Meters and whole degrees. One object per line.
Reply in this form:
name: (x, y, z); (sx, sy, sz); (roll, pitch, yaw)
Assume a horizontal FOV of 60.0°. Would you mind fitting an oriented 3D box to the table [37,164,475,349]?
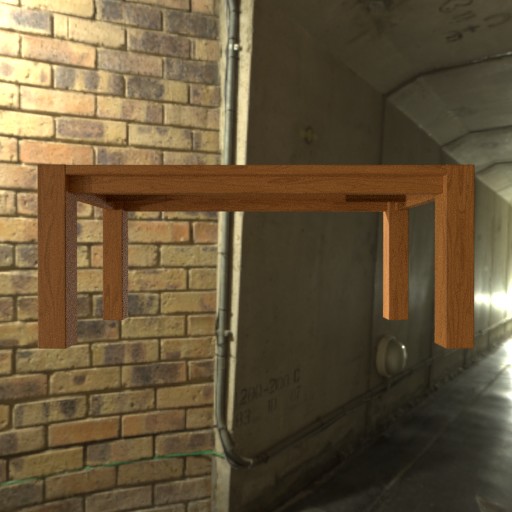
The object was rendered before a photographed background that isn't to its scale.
table: (0.000, 0.000, 2.275); (1.800, 0.760, 0.900); (0, 0, 0)
